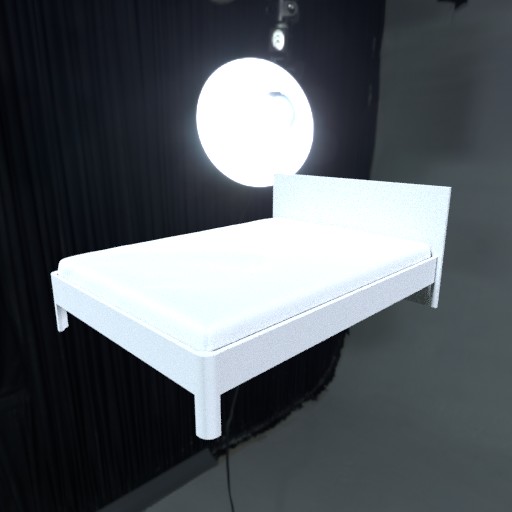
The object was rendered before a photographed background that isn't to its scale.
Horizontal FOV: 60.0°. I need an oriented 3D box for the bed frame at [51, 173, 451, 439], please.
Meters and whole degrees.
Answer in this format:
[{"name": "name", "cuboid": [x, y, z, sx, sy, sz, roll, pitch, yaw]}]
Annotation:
[{"name": "bed frame", "cuboid": [0.000, 0.000, 2.713, 1.950, 0.800, 1.490, -15, 21, -43]}]
